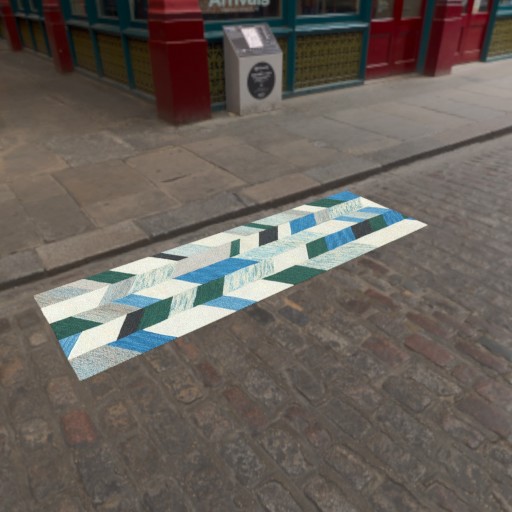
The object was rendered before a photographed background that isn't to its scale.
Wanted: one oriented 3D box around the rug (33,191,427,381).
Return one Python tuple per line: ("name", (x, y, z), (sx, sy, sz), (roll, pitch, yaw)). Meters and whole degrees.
("rug", (0.000, 0.000, 2.756), (2.437, 0.008, 0.774), (-21, 37, -31))
